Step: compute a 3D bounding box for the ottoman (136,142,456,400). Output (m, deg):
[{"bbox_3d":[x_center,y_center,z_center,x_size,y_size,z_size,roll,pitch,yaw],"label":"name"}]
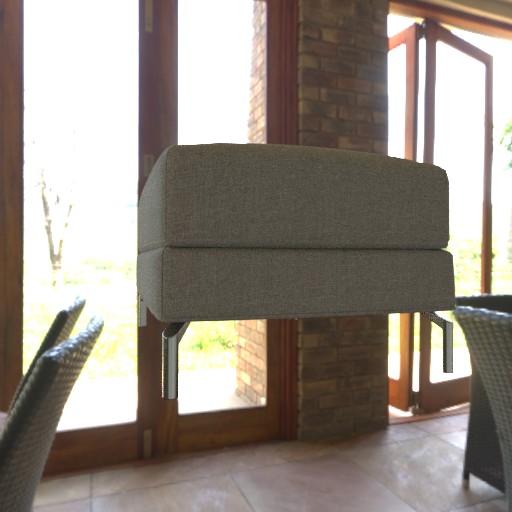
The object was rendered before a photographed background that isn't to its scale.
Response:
[{"bbox_3d":[0.000,0.000,1.160,0.584,0.457,0.838,0,-1,-17],"label":"ottoman"}]
